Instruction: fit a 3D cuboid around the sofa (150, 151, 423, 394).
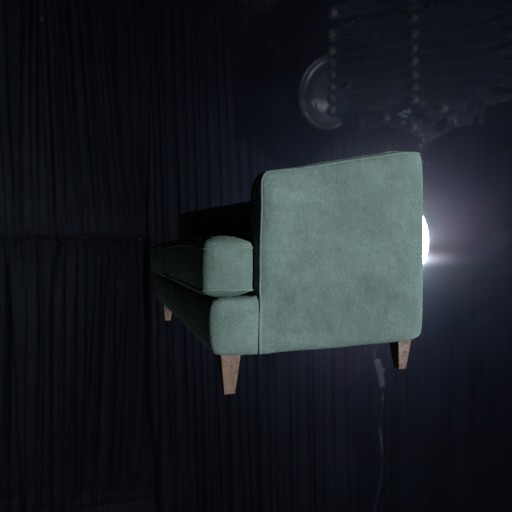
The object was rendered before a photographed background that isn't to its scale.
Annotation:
[{"bbox_3d":[0.000,0.000,2.271,0.941,0.855,1.733,0,1,-18],"label":"sofa"}]
